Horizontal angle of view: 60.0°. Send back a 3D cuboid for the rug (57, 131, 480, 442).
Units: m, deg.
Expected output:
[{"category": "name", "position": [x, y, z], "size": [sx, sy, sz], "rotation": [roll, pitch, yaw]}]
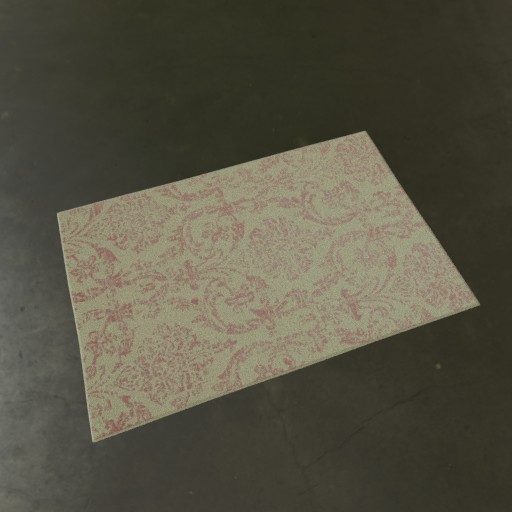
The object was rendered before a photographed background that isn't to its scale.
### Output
[{"category": "rug", "position": [0.000, 0.000, 2.249], "size": [1.839, 0.012, 1.219], "rotation": [-17, 61, -10]}]
